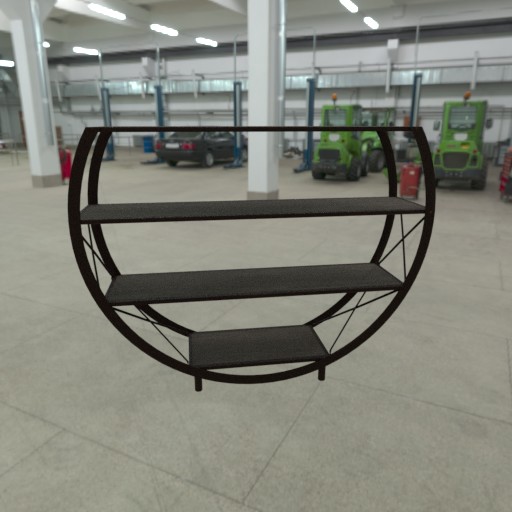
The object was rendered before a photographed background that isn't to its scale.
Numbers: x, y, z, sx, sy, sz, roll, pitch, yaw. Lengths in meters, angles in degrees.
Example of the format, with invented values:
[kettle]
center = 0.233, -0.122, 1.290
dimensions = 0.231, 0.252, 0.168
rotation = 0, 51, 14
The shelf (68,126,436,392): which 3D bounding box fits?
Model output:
[shelf]
center = 0.000, 0.000, 1.894
dimensions = 1.403, 1.063, 0.344
rotation = -3, 17, -8
